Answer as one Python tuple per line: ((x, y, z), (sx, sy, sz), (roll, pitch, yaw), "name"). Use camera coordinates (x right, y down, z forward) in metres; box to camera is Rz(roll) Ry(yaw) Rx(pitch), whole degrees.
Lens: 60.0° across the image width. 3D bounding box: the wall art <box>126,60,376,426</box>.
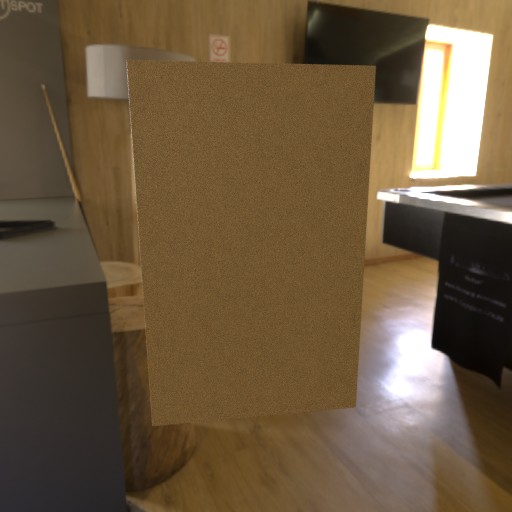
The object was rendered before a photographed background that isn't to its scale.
((0.000, 0.000, 1.007), (0.510, 0.810, 0.039), (-2, 15, -8), "wall art")
